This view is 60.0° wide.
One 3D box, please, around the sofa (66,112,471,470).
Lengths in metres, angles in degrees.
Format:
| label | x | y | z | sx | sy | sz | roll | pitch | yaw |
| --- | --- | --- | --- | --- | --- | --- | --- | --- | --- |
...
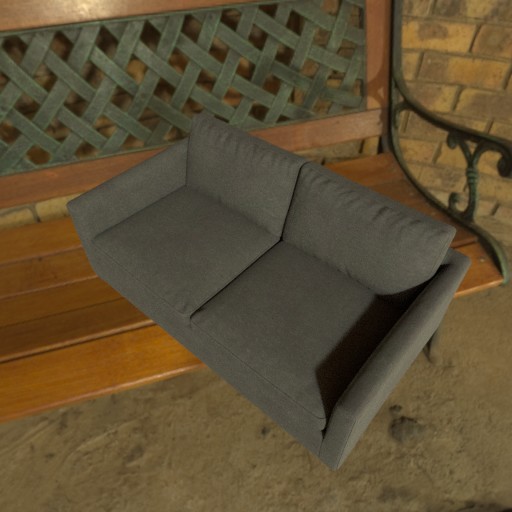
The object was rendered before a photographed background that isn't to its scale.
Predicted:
| label | x | y | z | sx | sy | sz | roll | pitch | yaw |
| --- | --- | --- | --- | --- | --- | --- | --- | --- | --- |
| sofa | 0.000 | 0.000 | 2.475 | 1.909 | 0.845 | 1.091 | 32 | 54 | 27 |
